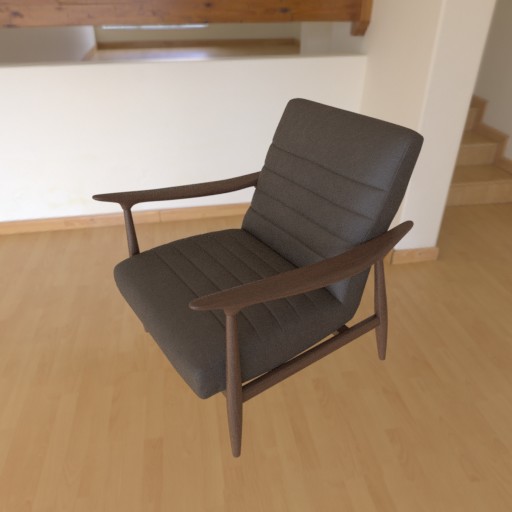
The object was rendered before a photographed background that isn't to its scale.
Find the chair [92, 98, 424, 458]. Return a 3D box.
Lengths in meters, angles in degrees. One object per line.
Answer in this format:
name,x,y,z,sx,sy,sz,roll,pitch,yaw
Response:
chair,0.000,0.000,1.455,0.798,0.831,0.741,-20,38,-29
